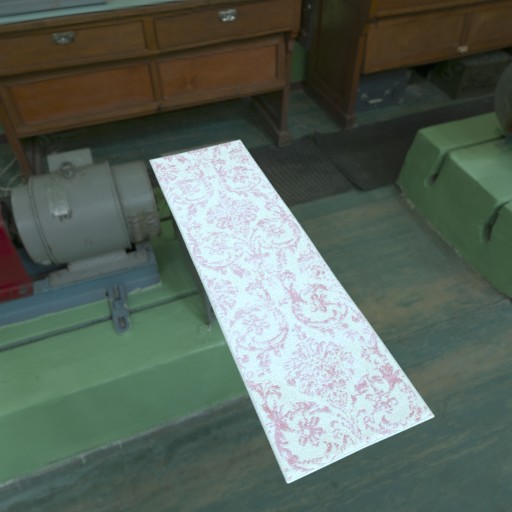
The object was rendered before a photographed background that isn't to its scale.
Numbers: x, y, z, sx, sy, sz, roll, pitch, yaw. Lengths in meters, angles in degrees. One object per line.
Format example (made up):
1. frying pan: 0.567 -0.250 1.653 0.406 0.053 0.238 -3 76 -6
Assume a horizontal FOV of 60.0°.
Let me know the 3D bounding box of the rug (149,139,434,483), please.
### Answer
1. rug: 0.000 0.000 2.401 0.662 0.011 2.196 -17 49 -15
